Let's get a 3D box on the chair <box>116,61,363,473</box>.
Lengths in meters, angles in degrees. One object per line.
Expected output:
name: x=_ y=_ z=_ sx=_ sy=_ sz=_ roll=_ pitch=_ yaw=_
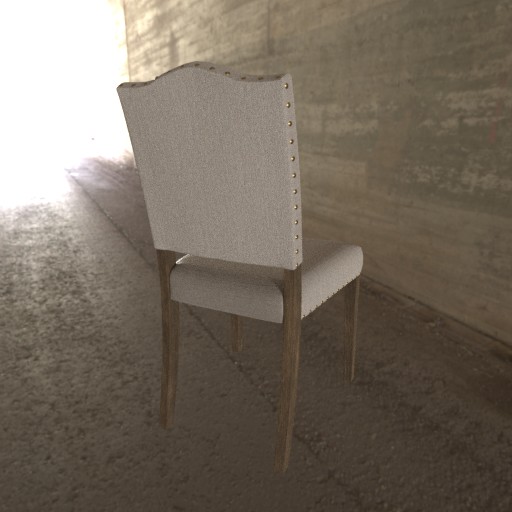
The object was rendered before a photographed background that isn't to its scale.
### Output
chair: x=0.000 y=0.000 z=1.333 sx=0.508 sy=1.020 sz=0.620 roll=8 pitch=18 yaw=26
